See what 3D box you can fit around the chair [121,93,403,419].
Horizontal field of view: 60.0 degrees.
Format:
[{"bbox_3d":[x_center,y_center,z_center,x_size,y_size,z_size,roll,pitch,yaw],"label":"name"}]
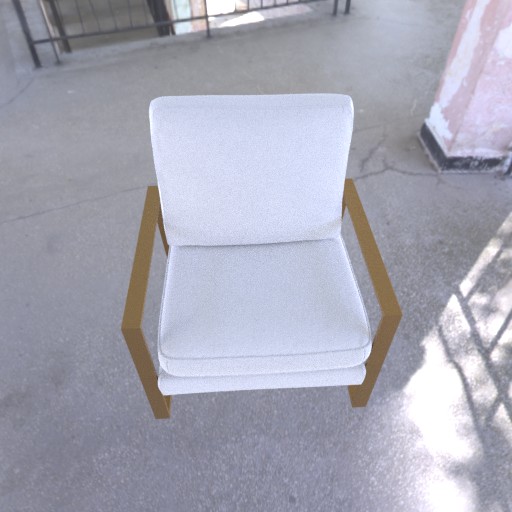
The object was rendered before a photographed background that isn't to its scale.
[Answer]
[{"bbox_3d":[0.000,0.000,1.582,0.805,0.966,0.813,-3,47,-2],"label":"chair"}]
